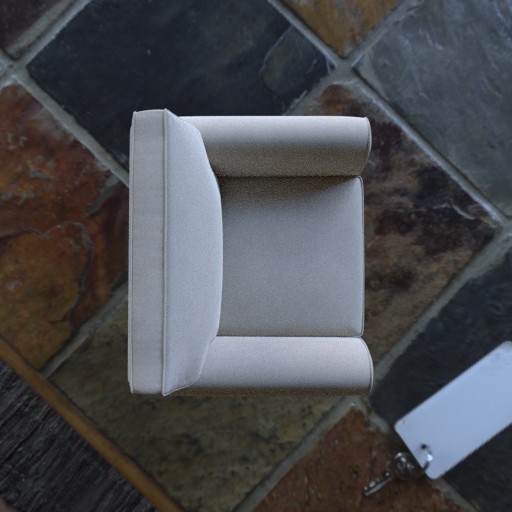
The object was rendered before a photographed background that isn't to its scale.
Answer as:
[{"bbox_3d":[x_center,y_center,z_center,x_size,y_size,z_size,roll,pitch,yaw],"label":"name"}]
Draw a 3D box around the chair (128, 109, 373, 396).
[{"bbox_3d":[0.000,0.000,1.749,0.863,0.955,1.040,0,88,0],"label":"chair"}]
